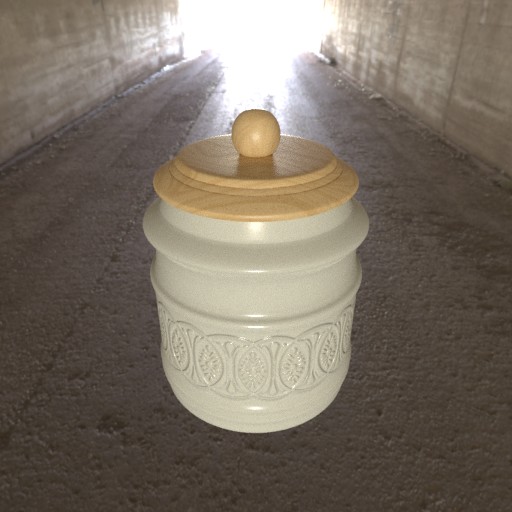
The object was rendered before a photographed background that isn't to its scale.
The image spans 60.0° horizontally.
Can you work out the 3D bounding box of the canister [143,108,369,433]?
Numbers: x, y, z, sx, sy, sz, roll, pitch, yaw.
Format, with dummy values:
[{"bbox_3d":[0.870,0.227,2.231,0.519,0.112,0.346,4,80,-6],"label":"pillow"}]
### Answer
[{"bbox_3d":[0.000,0.000,0.274,0.130,0.176,0.130,0,30,0],"label":"canister"}]
